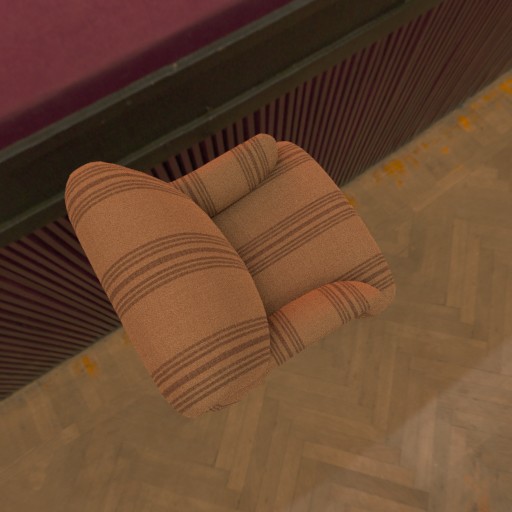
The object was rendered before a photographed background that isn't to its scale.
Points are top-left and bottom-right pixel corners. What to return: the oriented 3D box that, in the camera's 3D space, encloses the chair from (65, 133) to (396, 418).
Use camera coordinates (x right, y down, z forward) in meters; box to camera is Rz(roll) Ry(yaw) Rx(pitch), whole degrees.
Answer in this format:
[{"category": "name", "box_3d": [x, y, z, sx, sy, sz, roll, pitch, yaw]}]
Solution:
[{"category": "chair", "box_3d": [0.000, 0.000, 1.611, 0.914, 0.940, 0.813, -30, 77, -8]}]
